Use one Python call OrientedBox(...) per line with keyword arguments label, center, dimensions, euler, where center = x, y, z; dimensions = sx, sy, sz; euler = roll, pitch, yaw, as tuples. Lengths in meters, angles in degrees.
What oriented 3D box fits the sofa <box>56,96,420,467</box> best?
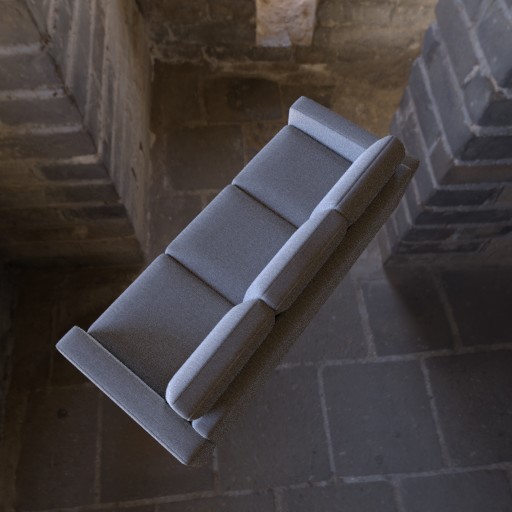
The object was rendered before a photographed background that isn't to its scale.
OrientedBox(label="sofa", center=(0.000, 0.000, 2.561), dimensions=(0.900, 0.800, 2.120), euler=(35, 69, 16))
